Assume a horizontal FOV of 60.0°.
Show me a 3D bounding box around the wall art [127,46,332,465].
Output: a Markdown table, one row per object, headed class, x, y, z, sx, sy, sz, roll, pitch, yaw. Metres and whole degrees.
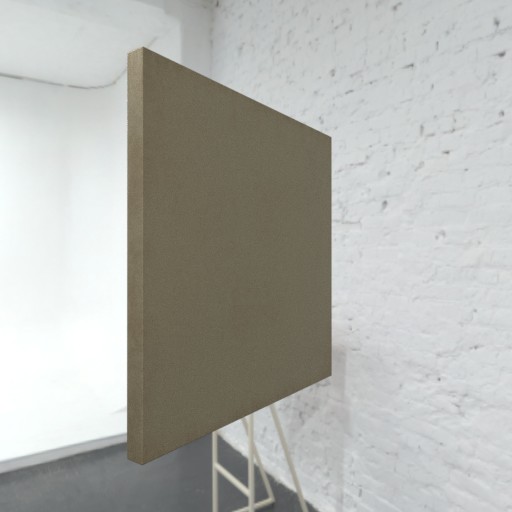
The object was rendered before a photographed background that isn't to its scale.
| class | x | y | z | sx | sy | sz | roll | pitch | yaw |
| --- | --- | --- | --- | --- | --- | --- | --- | --- | --- |
| wall art | 0.000 | 0.000 | 0.746 | 0.030 | 0.506 | 0.503 | 0 | 0 | 36 |
